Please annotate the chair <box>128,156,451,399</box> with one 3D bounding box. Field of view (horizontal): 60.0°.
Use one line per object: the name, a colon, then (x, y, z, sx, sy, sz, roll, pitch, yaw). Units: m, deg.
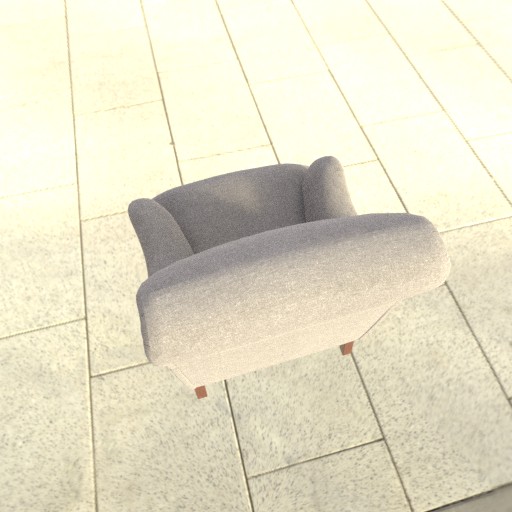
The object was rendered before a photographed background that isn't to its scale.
chair: (0.000, 0.000, 1.533, 0.766, 0.942, 0.843, -14, 60, -9)
